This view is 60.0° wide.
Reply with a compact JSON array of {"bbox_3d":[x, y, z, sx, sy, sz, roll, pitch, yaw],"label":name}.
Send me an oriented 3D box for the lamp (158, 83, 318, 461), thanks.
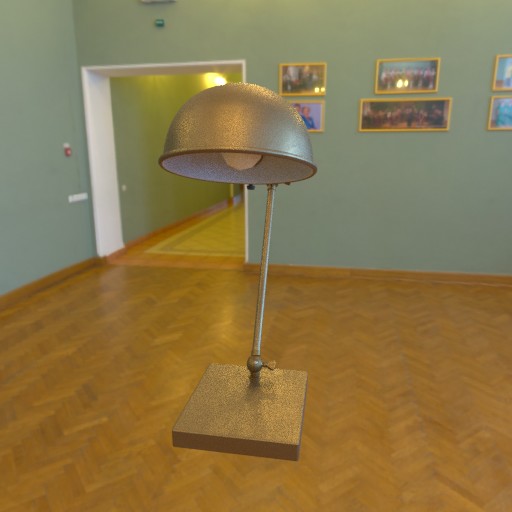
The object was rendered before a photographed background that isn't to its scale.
[{"bbox_3d":[0.000,0.000,0.541,0.149,0.371,0.339,2,14,10],"label":"lamp"}]
